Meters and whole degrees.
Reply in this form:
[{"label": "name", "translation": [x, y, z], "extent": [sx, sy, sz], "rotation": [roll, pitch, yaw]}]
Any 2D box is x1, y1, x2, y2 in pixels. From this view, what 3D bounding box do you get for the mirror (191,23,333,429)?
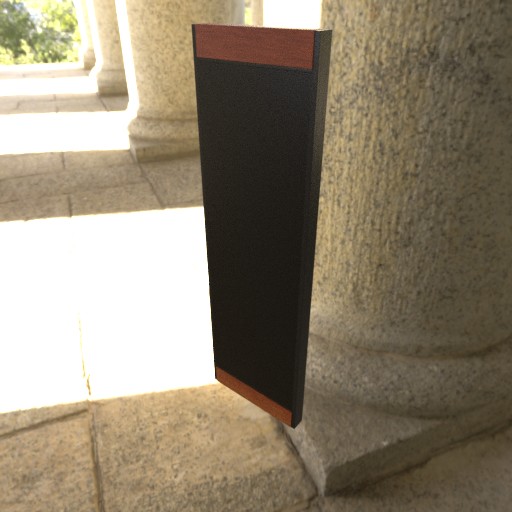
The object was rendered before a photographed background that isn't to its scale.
[{"label": "mirror", "translation": [0.000, 0.000, 1.218], "extent": [0.343, 1.123, 0.047], "rotation": [22, 37, 32]}]
